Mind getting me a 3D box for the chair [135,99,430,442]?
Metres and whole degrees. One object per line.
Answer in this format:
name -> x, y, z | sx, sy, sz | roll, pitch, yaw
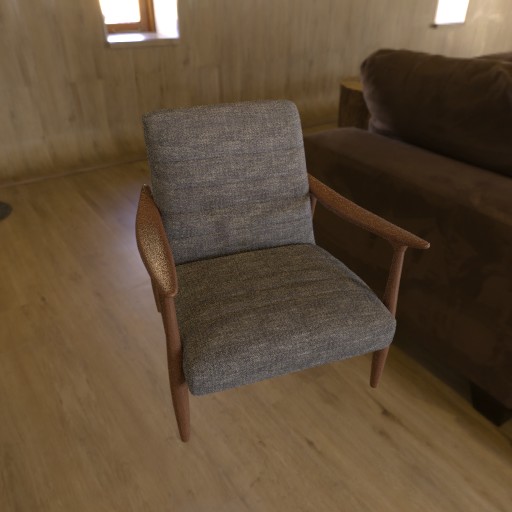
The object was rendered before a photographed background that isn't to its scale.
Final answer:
chair -> 0.000, 0.000, 1.463 | 0.741, 0.832, 0.798 | -10, 32, -16
